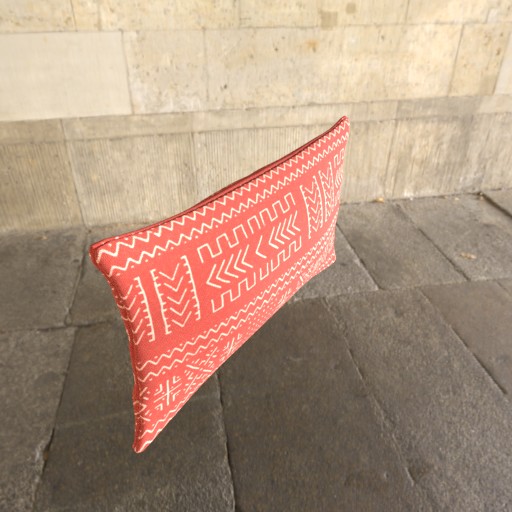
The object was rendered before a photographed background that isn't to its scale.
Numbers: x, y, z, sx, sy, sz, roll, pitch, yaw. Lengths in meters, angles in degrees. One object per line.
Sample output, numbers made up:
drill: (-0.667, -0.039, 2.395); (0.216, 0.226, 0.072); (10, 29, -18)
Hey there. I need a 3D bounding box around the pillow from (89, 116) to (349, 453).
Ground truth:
pillow: (0.000, 0.000, 0.779); (0.130, 0.352, 0.640); (21, 38, 29)
